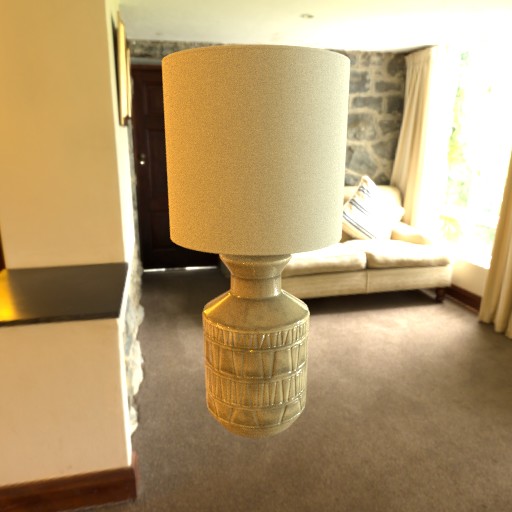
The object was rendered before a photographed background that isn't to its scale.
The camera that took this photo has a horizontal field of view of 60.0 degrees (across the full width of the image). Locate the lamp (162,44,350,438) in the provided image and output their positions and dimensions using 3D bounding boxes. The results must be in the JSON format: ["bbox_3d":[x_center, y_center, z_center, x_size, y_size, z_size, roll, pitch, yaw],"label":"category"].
[{"bbox_3d":[0.000,0.000,0.564,0.211,0.455,0.211,7,16,26],"label":"lamp"}]
